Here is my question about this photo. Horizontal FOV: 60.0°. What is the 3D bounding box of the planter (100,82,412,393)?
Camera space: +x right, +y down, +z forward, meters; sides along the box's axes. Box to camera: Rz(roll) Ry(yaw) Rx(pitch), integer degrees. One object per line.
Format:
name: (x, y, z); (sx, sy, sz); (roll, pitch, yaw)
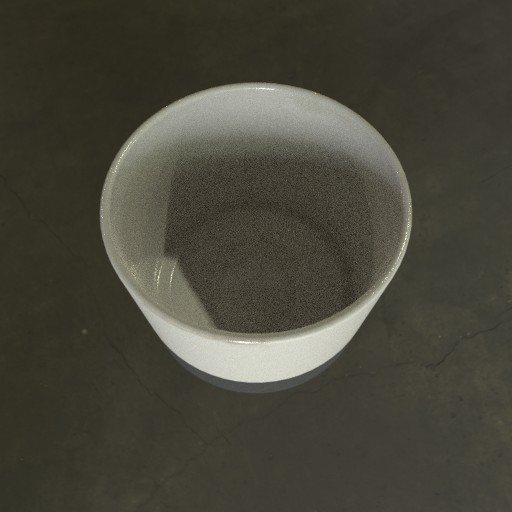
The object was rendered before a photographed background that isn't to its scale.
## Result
planter: (0.000, 0.000, 0.354); (0.193, 0.177, 0.193); (0, 63, 0)
